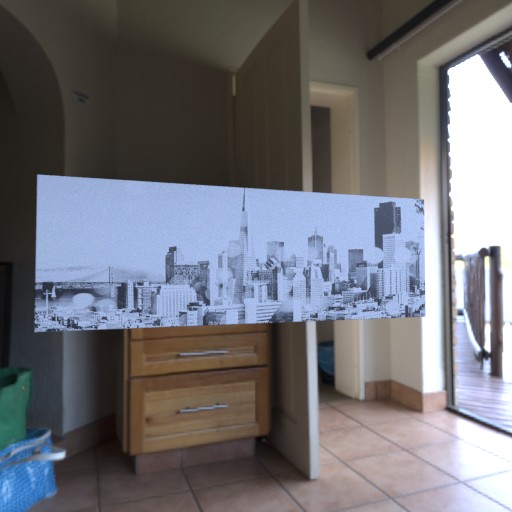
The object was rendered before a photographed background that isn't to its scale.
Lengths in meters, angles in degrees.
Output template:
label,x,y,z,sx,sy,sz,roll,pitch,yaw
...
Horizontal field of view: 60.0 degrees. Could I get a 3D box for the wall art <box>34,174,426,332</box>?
label,x,y,z,sx,sy,sz,roll,pitch,yaw
wall art,0.000,0.000,0.858,0.766,0.256,0.036,1,-2,-19
